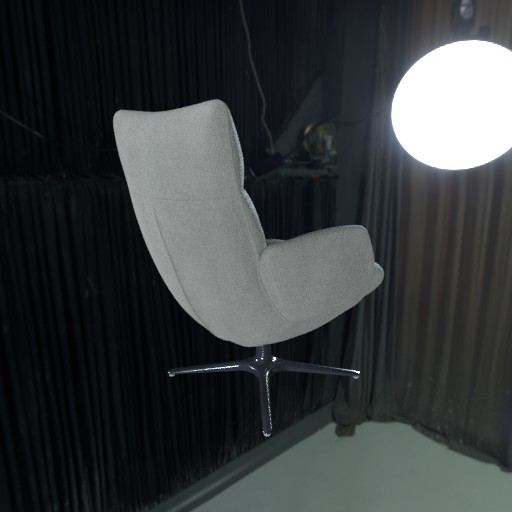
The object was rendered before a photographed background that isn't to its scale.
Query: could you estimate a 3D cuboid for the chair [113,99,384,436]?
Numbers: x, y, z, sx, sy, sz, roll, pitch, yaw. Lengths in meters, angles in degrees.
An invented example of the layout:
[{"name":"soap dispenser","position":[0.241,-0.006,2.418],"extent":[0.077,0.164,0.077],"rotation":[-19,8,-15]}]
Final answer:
[{"name":"chair","position":[0.000,0.000,1.641],"extent":[0.889,1.016,0.711],"rotation":[-14,20,-43]}]
